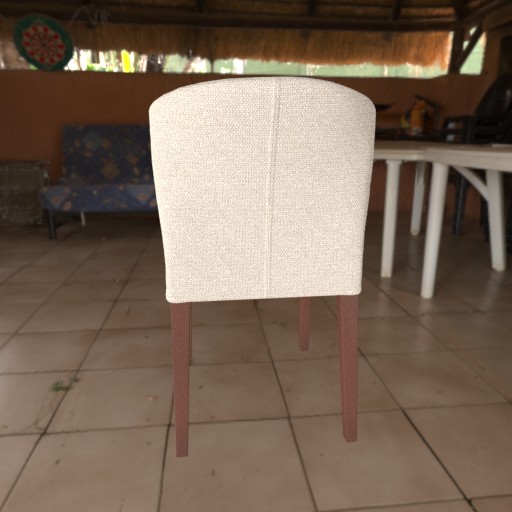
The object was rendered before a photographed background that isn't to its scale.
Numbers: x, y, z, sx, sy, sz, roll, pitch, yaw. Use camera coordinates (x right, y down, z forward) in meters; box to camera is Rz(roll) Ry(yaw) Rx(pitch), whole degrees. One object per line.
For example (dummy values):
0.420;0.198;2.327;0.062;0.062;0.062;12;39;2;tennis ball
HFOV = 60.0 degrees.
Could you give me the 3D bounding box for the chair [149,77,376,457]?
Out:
0.000;0.000;1.197;0.491;0.839;0.589;-2;15;-7;chair
